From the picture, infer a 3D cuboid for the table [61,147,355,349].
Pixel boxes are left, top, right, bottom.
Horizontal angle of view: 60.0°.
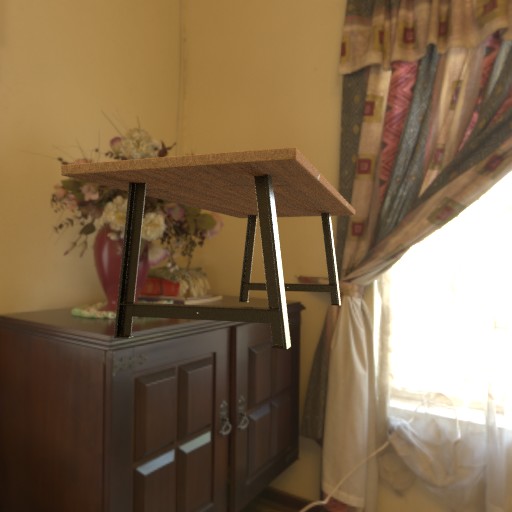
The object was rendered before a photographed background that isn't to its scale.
[{"bbox_3d":[0.000,0.000,2.736,1.000,0.757,2.200,0,0,18],"label":"table"}]
